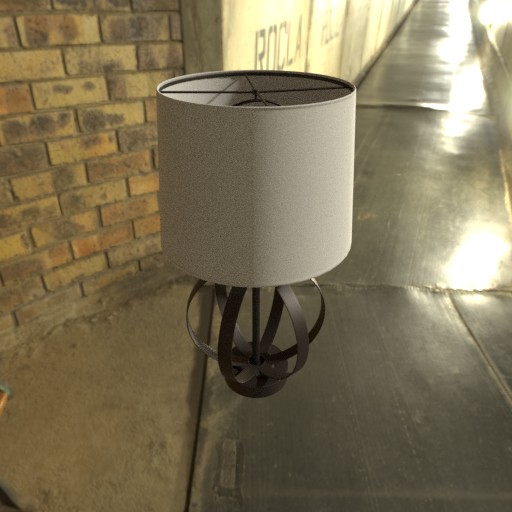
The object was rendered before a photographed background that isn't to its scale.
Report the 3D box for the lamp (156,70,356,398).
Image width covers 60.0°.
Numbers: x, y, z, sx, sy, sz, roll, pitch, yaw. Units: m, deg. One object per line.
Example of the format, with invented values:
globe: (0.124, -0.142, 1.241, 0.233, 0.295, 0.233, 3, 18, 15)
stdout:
lamp: (0.000, 0.000, 0.698, 0.286, 0.510, 0.286, 0, 31, 0)
